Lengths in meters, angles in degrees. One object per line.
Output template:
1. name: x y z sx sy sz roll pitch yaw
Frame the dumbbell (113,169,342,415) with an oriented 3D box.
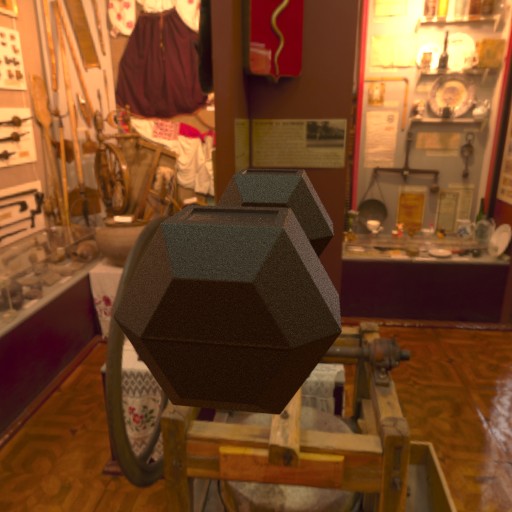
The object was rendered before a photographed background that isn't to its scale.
1. dumbbell: 0.000 0.000 0.444 0.157 0.137 0.361 3 18 8
